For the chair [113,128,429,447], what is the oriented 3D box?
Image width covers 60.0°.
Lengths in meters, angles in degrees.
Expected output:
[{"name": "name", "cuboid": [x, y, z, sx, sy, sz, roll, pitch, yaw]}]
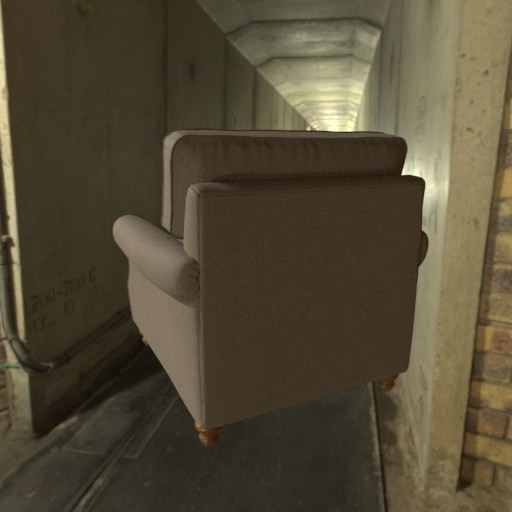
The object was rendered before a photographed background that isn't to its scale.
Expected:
[{"name": "chair", "cuboid": [0.000, 0.000, 1.795, 1.029, 0.967, 0.966, -7, 16, -26]}]
